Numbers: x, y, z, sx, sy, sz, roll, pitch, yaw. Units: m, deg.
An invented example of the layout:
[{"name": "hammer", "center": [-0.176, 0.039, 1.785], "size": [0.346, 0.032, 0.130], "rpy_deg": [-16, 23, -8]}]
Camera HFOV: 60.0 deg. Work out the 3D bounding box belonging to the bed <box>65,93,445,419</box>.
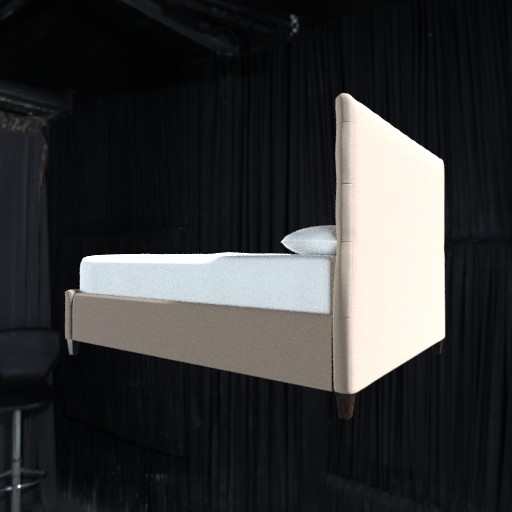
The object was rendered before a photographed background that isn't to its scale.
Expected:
[{"name": "bed", "center": [0.000, 0.000, 3.234], "size": [2.233, 1.426, 1.696], "rpy_deg": [0, 0, 36]}]
